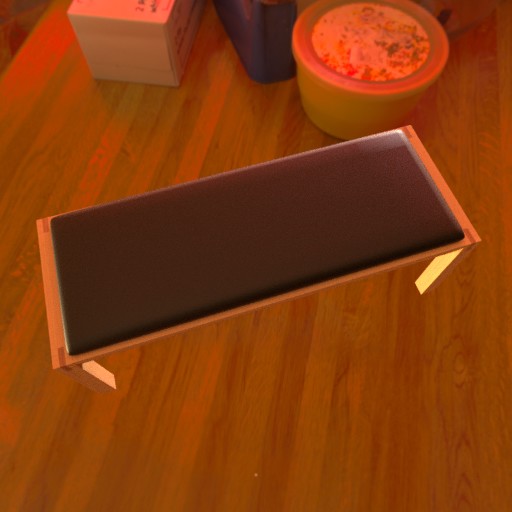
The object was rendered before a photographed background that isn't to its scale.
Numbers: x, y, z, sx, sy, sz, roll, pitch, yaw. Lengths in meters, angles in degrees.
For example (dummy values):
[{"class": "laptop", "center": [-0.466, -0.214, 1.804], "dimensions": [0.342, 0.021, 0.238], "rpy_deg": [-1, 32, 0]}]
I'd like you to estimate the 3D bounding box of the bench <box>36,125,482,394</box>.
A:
[{"class": "bench", "center": [0.000, 0.000, 1.422], "dimensions": [1.202, 0.430, 0.450], "rpy_deg": [-16, 65, -8]}]
